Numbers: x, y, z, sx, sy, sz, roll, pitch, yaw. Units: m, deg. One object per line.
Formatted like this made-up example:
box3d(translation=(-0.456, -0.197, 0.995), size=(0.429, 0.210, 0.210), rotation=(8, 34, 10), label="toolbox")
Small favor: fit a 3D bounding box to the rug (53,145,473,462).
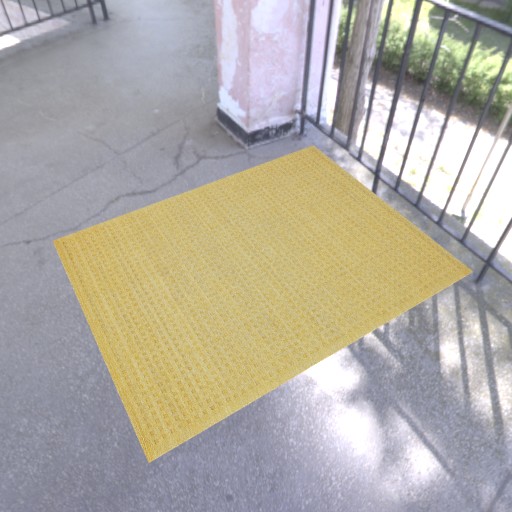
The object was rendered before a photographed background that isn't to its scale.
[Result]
box3d(translation=(0.000, 0.000, 4.297), size=(3.242, 0.015, 2.486), rotation=(-24, 51, -21), label="rug")
